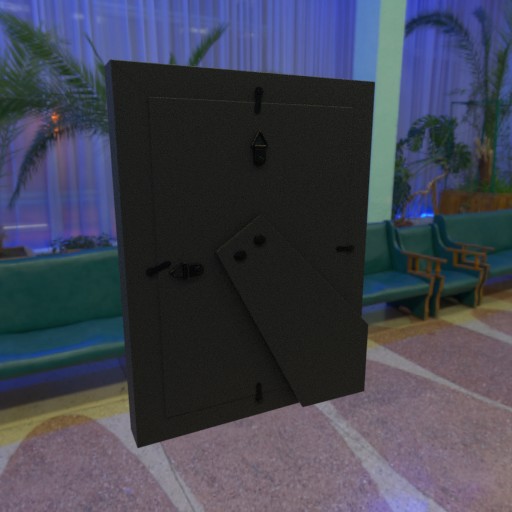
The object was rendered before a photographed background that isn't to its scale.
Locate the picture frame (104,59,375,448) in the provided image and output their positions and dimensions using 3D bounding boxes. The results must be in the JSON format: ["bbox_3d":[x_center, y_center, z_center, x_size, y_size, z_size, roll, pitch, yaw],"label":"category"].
[{"bbox_3d":[0.000,0.000,0.269,0.157,0.208,0.028,-6,15,-25],"label":"picture frame"}]
